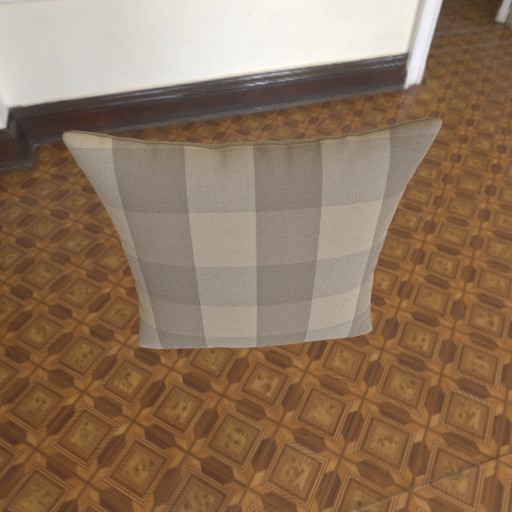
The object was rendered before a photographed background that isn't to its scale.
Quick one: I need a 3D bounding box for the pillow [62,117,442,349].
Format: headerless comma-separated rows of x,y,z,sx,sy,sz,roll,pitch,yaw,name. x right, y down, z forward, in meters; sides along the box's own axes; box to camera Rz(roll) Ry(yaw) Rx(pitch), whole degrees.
0.000,0.000,0.776,0.511,0.509,0.161,-3,47,-3,pillow
